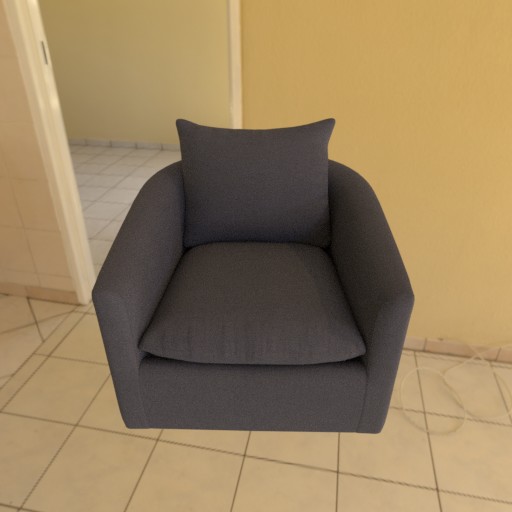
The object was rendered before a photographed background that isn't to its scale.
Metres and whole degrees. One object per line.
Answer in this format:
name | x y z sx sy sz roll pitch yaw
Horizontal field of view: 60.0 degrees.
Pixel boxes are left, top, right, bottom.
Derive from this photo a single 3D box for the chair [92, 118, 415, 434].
chair | 0.000 0.000 1.581 0.845 0.848 0.910 1 30 1
